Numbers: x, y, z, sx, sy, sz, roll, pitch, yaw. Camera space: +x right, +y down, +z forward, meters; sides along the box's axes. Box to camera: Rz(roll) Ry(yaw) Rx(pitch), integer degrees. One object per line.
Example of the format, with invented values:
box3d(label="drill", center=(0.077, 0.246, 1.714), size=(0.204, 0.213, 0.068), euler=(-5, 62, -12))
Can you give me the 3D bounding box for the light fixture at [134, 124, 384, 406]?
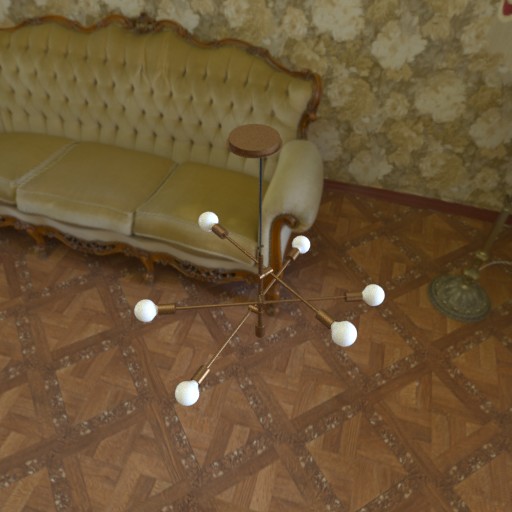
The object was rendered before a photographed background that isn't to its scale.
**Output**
box3d(label="light fixture", center=(0.000, 0.000, 1.222), size=(0.682, 0.744, 0.637), euler=(-22, 49, -21))
